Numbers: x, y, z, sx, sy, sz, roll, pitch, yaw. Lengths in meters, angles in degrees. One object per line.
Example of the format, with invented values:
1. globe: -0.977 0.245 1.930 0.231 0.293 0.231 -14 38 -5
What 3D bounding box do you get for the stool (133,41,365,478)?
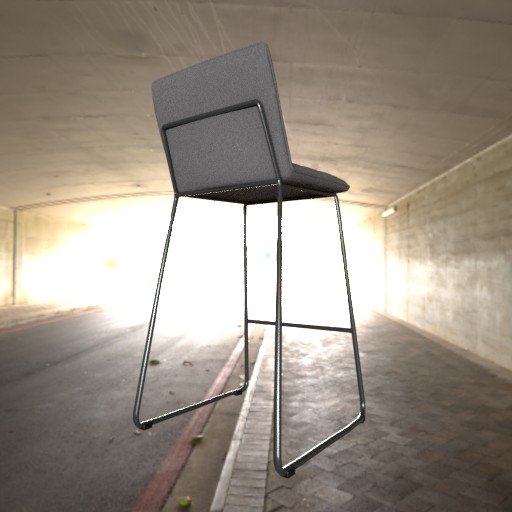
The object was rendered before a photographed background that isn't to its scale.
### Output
1. stool: 0.000 0.000 1.269 0.490 0.960 0.490 -1 -2 36
